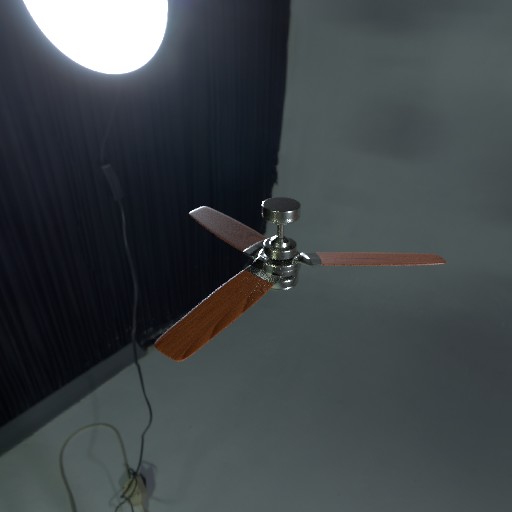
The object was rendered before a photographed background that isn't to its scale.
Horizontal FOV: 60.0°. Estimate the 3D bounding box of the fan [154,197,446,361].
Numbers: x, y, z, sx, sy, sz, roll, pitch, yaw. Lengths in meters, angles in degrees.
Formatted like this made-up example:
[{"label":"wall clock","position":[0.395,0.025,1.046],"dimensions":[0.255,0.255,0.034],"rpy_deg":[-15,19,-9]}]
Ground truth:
[{"label":"fan","position":[0.000,0.000,1.985],"dimensions":[1.416,0.410,1.271],"rpy_deg":[18,34,29]}]
